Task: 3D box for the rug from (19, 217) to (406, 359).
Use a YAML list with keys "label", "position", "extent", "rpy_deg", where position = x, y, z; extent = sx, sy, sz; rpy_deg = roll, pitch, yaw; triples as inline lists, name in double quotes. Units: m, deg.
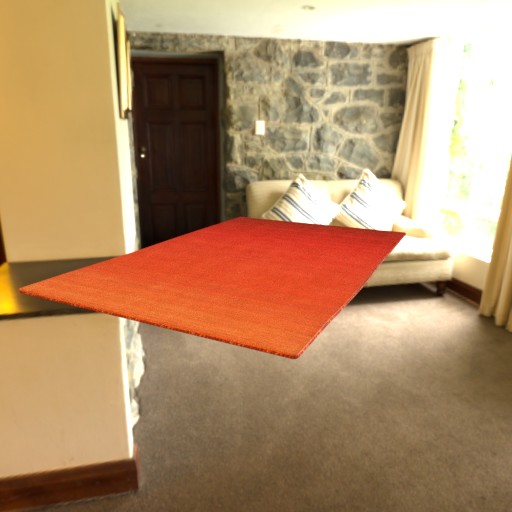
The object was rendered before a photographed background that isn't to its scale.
- label: "rug"
  position: [0.000, 0.000, 2.304]
  extent: [1.230, 0.018, 1.835]
  rpy_deg: [8, 17, 26]
